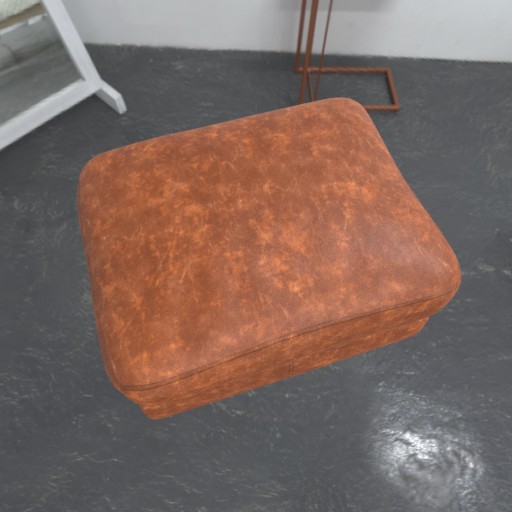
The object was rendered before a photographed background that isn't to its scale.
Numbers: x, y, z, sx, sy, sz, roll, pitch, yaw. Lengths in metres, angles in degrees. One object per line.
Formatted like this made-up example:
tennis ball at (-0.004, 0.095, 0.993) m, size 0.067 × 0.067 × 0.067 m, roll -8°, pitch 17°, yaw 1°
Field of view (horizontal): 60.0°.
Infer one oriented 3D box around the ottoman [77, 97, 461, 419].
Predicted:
ottoman at (0.000, 0.000, 1.230) m, size 0.832 × 0.562 × 0.657 m, roll -16°, pitch 64°, yaw -8°
